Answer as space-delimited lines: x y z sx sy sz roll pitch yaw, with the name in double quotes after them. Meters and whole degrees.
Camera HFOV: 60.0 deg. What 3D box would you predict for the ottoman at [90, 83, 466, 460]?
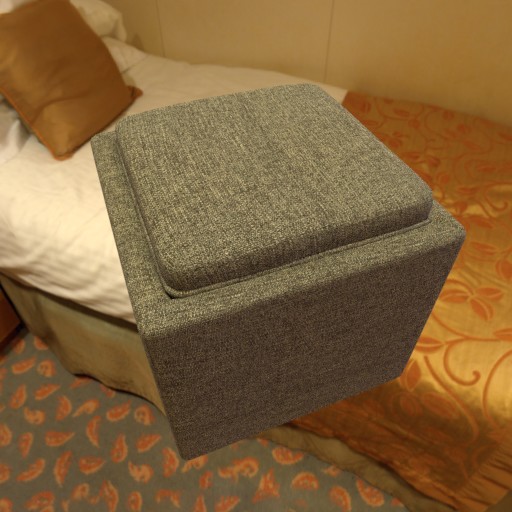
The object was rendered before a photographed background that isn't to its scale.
0.000 0.000 0.804 0.450 0.460 0.450 -16 48 -15 "ottoman"
